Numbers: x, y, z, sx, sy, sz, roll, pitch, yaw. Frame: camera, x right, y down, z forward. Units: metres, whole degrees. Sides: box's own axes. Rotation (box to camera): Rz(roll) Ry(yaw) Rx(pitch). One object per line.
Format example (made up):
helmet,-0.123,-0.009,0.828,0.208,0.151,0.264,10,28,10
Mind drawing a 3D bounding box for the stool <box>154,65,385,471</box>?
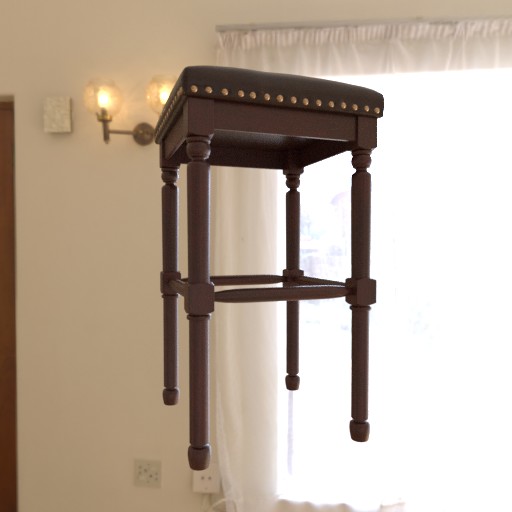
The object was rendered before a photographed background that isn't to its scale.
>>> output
stool,0.000,0.000,0.944,0.382,0.702,0.383,-1,2,-19
